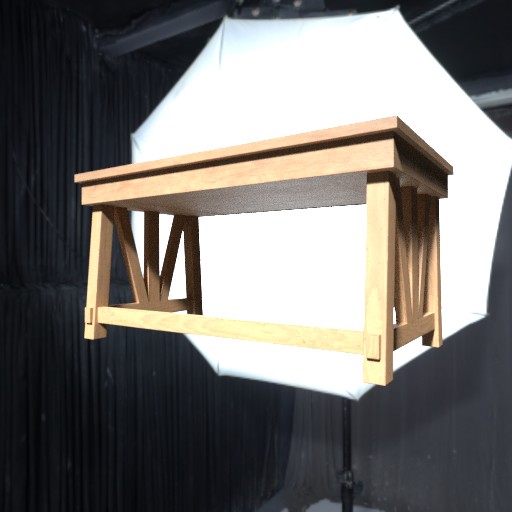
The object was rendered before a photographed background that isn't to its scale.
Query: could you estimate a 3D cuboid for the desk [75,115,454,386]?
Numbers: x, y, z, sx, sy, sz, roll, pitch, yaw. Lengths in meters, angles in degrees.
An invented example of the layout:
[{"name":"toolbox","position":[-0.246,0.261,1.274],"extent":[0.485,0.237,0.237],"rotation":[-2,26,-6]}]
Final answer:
[{"name":"desk","position":[0.000,0.000,1.980],"extent":[1.499,0.762,0.813],"rotation":[-1,-1,34]}]
